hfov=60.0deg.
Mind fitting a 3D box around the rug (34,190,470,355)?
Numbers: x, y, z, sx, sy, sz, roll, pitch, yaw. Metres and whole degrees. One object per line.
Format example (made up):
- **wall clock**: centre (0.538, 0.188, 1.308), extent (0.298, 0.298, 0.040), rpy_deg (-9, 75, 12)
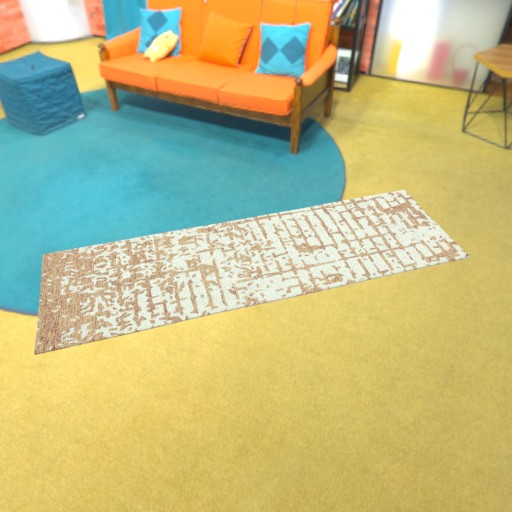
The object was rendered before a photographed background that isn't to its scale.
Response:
- **rug**: centre (0.000, 0.000, 2.642), extent (2.435, 0.011, 0.750), rpy_deg (-11, 43, -12)
